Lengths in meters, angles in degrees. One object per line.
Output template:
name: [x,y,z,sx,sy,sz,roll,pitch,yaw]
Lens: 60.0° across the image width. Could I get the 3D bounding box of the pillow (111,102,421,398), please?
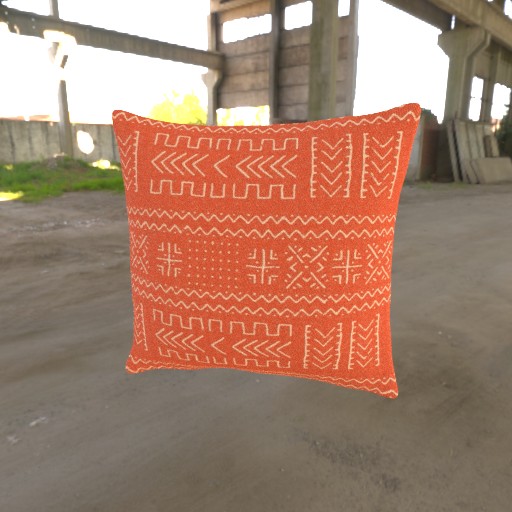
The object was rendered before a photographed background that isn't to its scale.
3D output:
pillow: [0.000,0.000,0.660,0.438,0.429,0.164,2,14,9]
